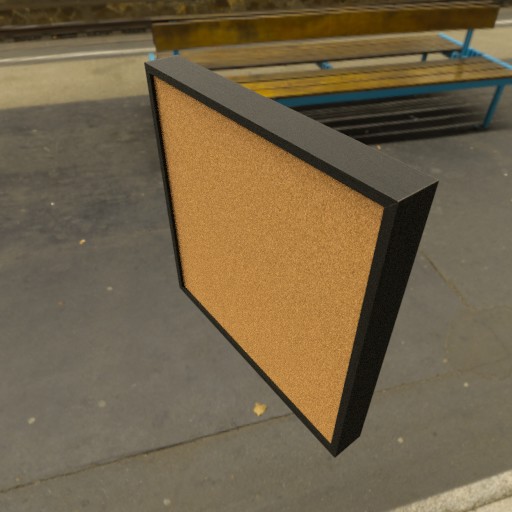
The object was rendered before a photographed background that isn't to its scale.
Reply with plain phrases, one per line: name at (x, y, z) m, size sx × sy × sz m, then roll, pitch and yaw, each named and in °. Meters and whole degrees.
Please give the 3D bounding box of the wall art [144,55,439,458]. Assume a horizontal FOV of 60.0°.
wall art at (0.000, 0.000, 0.443) m, size 0.037 × 0.305 × 0.305 m, roll -27°, pitch 47°, yaw -28°
